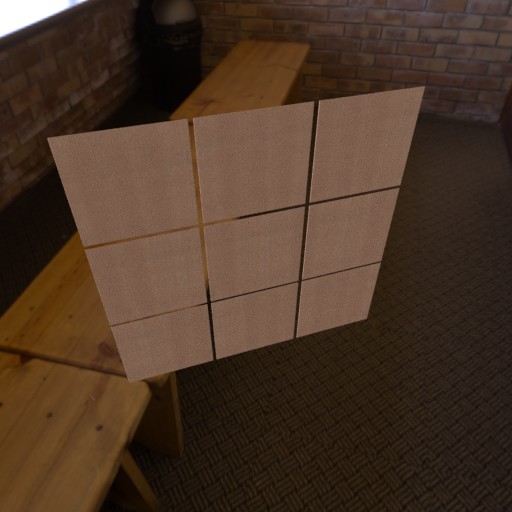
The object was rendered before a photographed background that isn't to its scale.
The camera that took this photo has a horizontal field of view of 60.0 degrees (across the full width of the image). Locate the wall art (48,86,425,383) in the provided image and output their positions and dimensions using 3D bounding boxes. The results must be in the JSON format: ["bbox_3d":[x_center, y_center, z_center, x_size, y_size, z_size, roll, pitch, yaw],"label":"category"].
[{"bbox_3d":[0.000,0.000,2.206,1.517,1.505,0.002,-12,43,-14],"label":"wall art"}]
